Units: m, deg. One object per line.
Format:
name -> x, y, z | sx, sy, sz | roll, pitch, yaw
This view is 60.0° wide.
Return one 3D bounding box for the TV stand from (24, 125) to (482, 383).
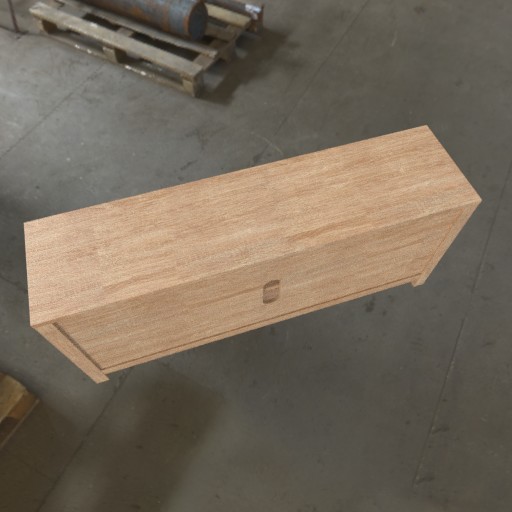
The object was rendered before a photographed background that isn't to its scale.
TV stand -> 0.000, 0.000, 1.725 | 1.466, 0.610, 0.398 | -15, 60, -9
